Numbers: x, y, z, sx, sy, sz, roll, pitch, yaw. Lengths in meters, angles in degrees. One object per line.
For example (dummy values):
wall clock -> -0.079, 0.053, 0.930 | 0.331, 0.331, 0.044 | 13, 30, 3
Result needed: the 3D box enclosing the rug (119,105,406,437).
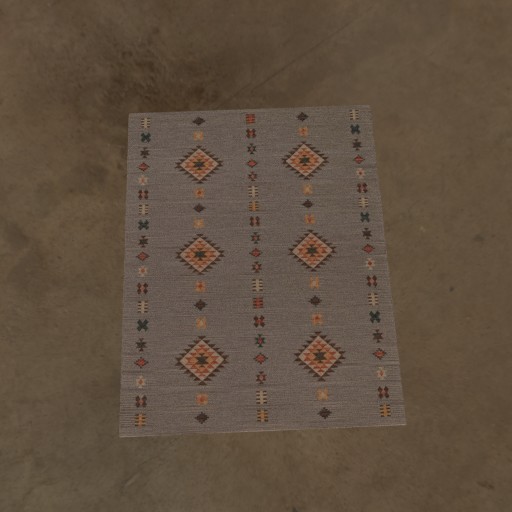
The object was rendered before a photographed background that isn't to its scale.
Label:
rug -> 0.000, 0.000, 4.091 | 2.425, 0.008, 3.035 | -2, 76, -1
